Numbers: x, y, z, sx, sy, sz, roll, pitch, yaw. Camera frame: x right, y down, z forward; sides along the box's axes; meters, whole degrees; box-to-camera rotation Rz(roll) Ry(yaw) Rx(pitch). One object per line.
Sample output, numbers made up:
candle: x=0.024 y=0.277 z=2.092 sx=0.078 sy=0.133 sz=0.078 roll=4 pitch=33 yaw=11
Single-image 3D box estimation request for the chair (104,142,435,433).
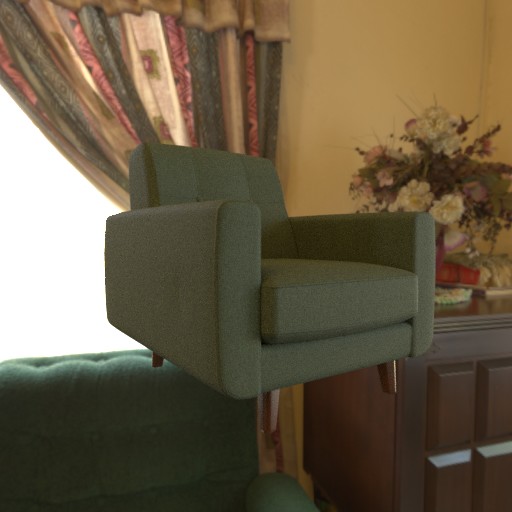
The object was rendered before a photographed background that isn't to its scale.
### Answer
chair: x=0.000 y=0.000 z=1.544 sx=0.831 sy=0.841 sz=0.909 roll=-1 pitch=2 yaw=-35
